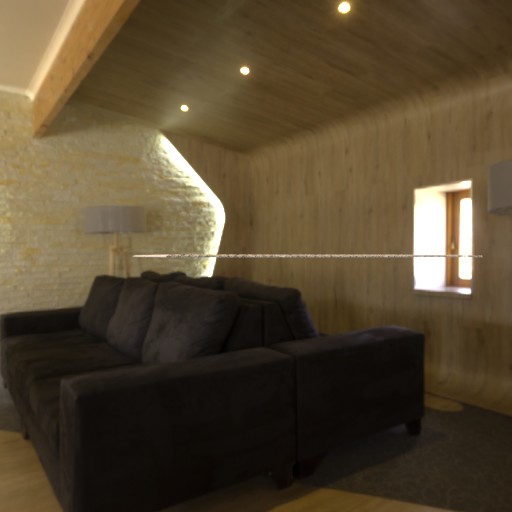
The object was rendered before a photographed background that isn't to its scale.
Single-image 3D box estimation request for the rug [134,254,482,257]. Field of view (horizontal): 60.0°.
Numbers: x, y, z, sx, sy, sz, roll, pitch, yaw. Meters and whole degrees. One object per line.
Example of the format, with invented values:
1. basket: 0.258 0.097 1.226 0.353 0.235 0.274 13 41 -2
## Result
1. rug: 0.000 0.000 3.100 1.548 0.013 2.486 0 0 -18
